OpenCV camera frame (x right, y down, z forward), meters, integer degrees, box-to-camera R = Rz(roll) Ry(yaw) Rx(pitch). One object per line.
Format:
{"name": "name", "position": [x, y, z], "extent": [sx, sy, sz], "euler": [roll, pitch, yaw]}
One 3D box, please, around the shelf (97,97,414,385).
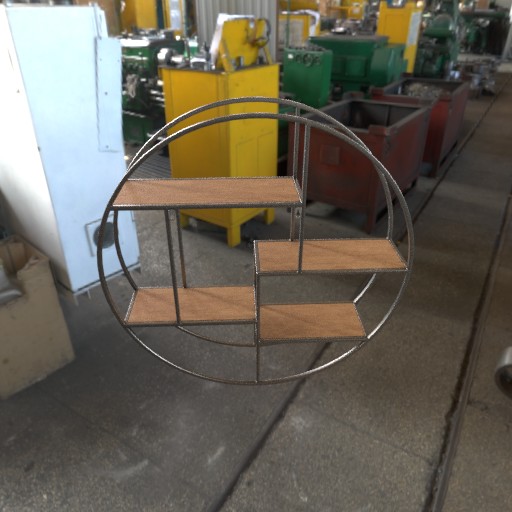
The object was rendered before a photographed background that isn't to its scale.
{"name": "shelf", "position": [0.000, 0.000, 1.344], "extent": [0.888, 0.888, 0.202], "euler": [-1, 30, -2]}
